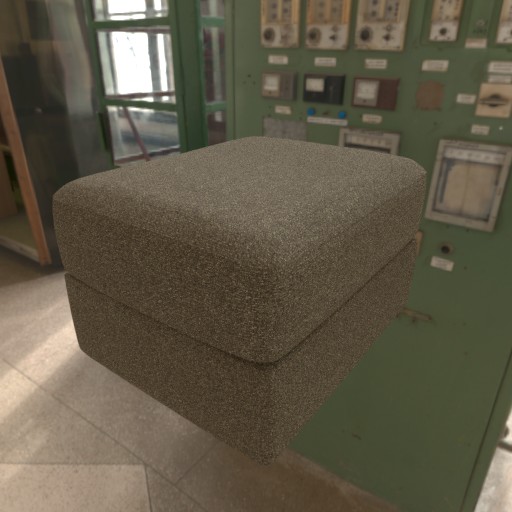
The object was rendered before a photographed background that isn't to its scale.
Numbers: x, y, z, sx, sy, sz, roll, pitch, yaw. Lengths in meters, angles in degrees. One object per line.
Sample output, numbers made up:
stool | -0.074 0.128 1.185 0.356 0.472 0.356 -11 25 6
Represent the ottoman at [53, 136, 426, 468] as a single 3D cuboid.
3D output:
ottoman | 0.000 0.000 1.108 0.598 0.476 0.742 18 31 33
